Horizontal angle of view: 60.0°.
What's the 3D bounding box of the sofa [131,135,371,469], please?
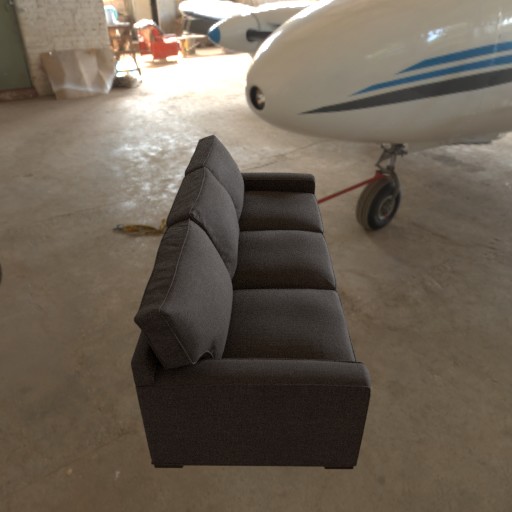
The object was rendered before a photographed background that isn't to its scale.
[{"bbox_3d":[0.000,0.000,2.885,1.004,0.978,2.369,0,32,0],"label":"sofa"}]
